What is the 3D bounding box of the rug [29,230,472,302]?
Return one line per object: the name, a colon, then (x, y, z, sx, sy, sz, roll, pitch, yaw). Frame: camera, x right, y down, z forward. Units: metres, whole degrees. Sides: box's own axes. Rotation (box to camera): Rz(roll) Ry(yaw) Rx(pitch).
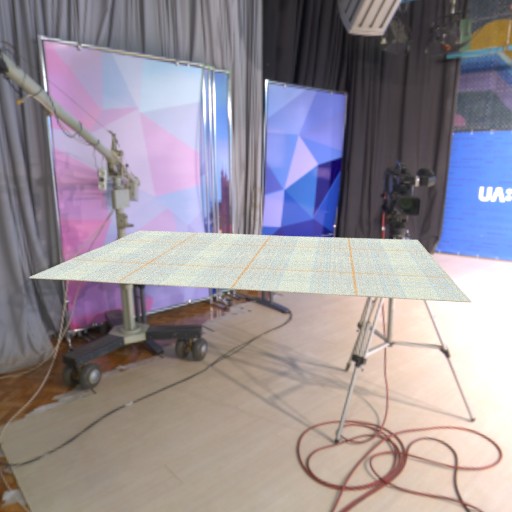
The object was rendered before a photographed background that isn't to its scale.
rug: (0.000, 0.000, 3.129, 2.442, 0.016, 1.527, 2, 14, 10)
